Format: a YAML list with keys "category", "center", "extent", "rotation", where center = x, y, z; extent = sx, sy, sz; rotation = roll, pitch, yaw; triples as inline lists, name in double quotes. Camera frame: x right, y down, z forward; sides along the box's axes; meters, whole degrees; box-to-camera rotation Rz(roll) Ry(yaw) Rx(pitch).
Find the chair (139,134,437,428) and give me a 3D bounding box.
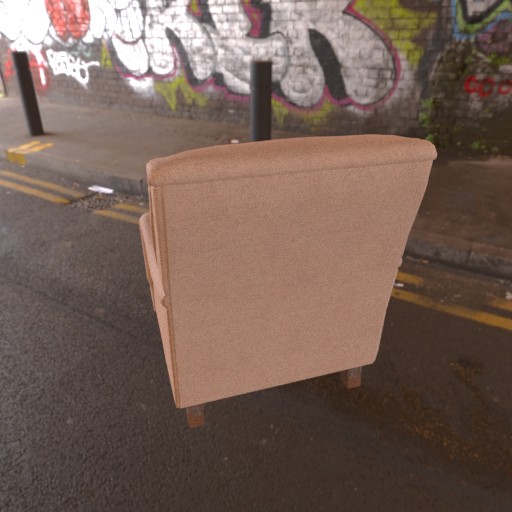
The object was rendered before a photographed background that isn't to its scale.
- category: "chair"
  center: [0.000, 0.000, 1.839]
  extent: [0.879, 1.119, 0.953]
  rotation: [-8, 28, -16]
